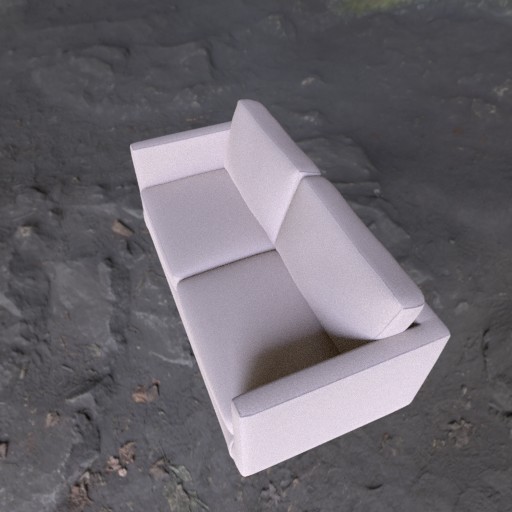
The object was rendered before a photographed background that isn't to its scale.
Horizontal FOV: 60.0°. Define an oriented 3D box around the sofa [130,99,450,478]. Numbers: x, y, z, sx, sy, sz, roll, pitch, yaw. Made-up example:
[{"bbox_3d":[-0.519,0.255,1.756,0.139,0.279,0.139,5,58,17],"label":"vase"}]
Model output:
[{"bbox_3d":[0.000,0.000,2.221,0.873,0.888,1.722,-17,49,-15],"label":"sofa"}]
